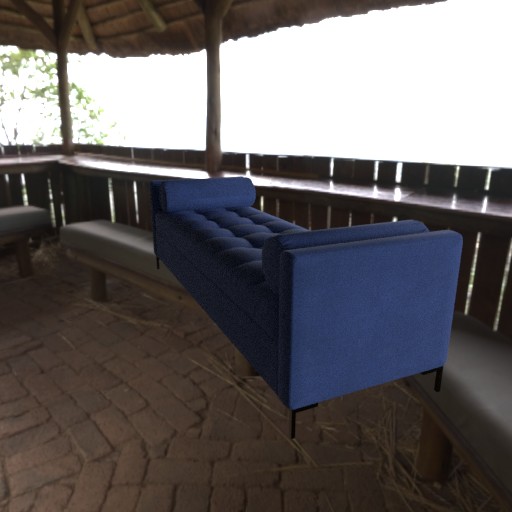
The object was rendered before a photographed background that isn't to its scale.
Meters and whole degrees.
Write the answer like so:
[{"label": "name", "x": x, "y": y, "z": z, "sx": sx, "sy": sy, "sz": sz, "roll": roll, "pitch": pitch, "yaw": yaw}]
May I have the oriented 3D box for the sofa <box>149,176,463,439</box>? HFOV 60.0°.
[{"label": "sofa", "x": 0.000, "y": 0.000, "z": 2.338, "sx": 0.686, "sy": 0.635, "sz": 1.981, "roll": -7, "pitch": 18, "yaw": -24}]
